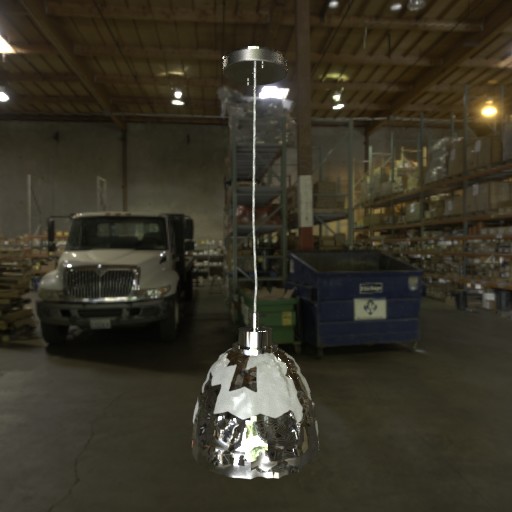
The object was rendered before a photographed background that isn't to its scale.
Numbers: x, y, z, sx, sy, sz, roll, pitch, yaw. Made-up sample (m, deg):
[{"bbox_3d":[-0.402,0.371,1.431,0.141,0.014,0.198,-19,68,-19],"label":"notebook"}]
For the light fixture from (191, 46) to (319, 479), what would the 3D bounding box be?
[{"bbox_3d":[0.000,0.000,1.733,0.500,1.511,0.496,0,1,-18],"label":"light fixture"}]
